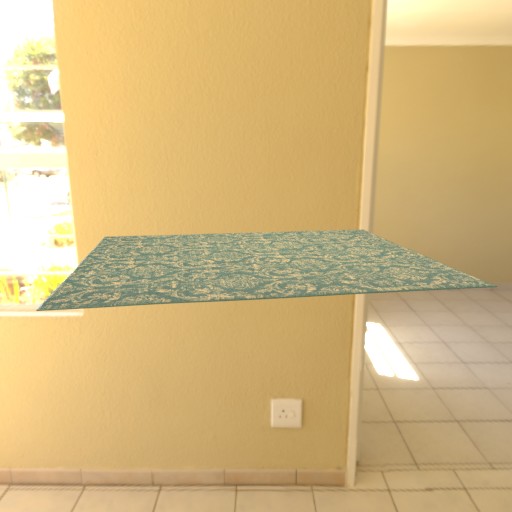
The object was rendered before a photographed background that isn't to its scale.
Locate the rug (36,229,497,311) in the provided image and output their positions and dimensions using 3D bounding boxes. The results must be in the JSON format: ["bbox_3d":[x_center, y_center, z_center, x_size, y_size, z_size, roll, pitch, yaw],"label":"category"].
[{"bbox_3d":[0.000,0.000,3.949,2.980,0.012,2.363,-2,13,-9],"label":"rug"}]
